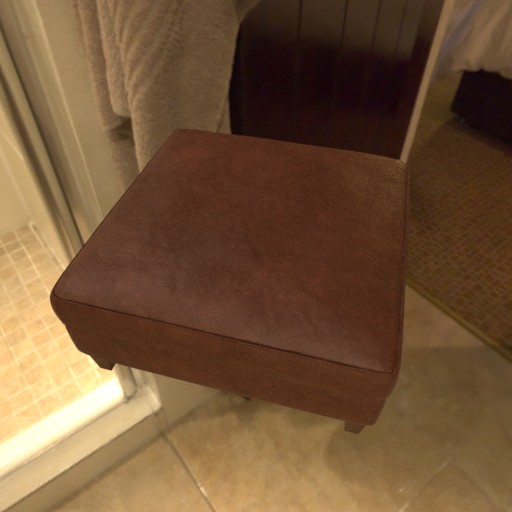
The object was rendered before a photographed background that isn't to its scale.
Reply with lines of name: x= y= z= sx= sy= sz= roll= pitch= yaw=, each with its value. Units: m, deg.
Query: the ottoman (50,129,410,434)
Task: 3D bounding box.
ottoman: x=0.000 y=0.000 z=1.349 sx=0.844 sy=0.415 sz=0.836 roll=11 pitch=46 yaw=11
